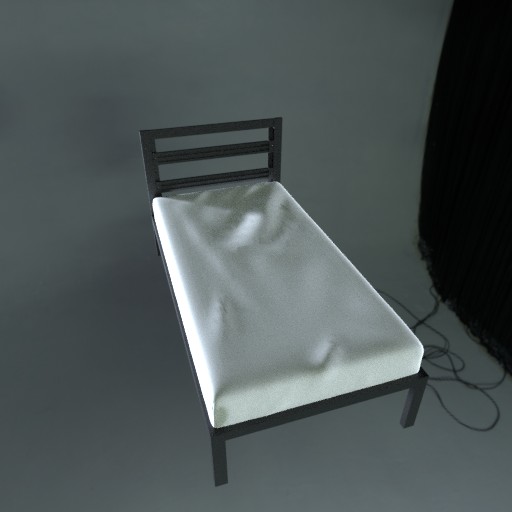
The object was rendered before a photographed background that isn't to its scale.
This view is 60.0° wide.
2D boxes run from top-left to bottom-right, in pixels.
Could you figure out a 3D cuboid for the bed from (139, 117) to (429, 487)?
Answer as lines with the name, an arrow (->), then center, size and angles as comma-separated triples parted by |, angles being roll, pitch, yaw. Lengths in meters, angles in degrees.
bed -> 0.000, 0.000, 2.532 | 0.991, 0.967, 1.930 | -10, 35, -15
